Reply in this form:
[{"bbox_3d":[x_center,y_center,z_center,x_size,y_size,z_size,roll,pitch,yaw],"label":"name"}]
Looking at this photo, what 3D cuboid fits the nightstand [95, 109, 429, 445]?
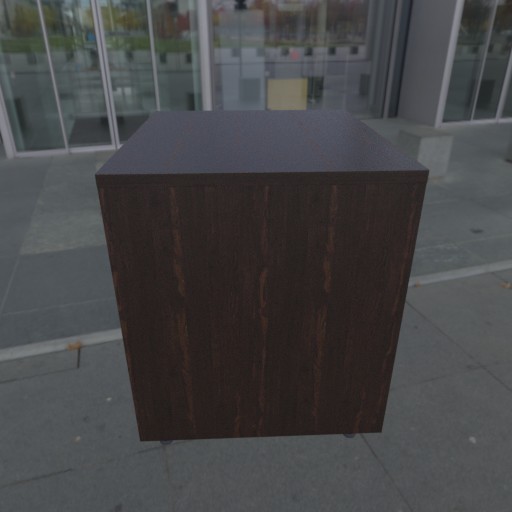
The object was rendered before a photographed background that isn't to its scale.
[{"bbox_3d":[0.000,0.000,0.890,0.427,0.487,0.489,-1,27,-2],"label":"nightstand"}]
